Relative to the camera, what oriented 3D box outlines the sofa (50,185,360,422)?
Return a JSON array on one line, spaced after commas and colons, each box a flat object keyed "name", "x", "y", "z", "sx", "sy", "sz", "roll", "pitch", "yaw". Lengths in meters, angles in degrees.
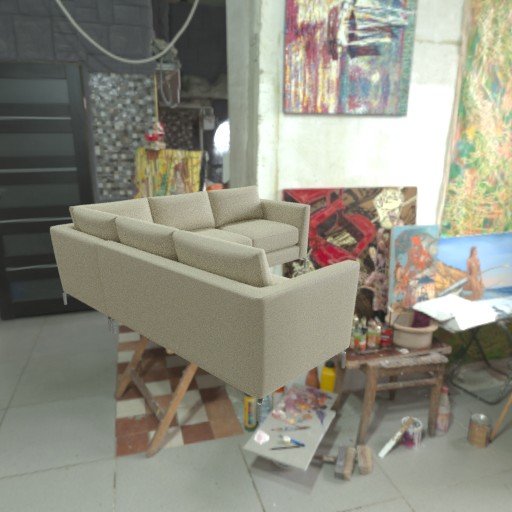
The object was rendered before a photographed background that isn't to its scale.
[{"name": "sofa", "x": 0.000, "y": 0.000, "z": 3.752, "sx": 2.430, "sy": 0.867, "sz": 2.448, "roll": 14, "pitch": 21, "yaw": 42}]
